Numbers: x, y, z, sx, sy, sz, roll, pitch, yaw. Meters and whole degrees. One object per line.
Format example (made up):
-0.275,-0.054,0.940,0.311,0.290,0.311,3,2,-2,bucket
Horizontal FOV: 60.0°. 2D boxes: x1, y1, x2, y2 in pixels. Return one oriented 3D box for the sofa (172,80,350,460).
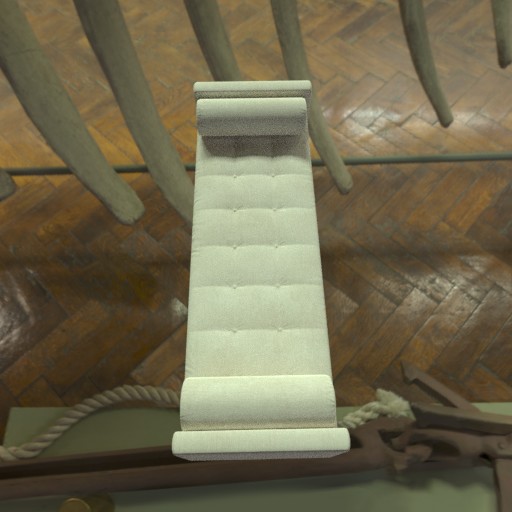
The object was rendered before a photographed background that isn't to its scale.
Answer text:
0.000,0.000,2.389,0.686,0.635,1.981,-1,63,-1,sofa
